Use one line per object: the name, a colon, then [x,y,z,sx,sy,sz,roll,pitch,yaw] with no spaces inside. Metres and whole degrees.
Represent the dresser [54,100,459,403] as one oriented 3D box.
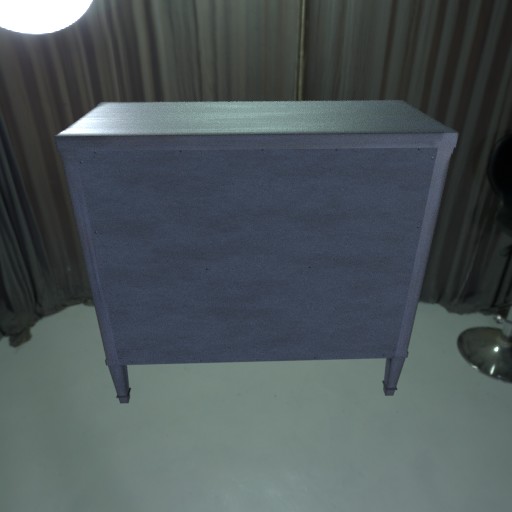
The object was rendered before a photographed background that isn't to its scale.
dresser: [0.000,0.000,1.590,1.049,0.986,0.463,-1,30,-2]
